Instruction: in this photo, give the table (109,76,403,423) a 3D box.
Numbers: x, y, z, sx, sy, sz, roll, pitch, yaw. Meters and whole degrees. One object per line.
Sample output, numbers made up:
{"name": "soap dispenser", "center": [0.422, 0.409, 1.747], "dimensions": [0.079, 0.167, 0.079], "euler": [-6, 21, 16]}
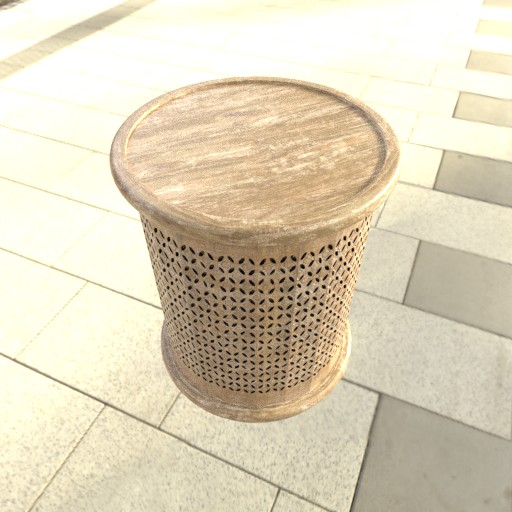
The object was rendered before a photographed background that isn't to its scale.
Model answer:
{"name": "table", "center": [0.000, 0.000, 0.795], "dimensions": [0.407, 0.482, 0.407], "euler": [0, 45, 0]}
